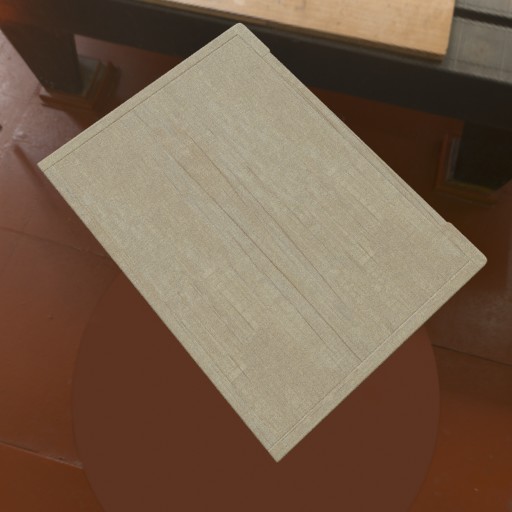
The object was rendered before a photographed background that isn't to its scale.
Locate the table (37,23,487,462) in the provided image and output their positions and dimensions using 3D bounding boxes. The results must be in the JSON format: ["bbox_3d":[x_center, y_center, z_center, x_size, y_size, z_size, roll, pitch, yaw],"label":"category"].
[{"bbox_3d":[0.000,0.000,0.920,0.420,0.510,0.570,-40,78,-10],"label":"table"}]
